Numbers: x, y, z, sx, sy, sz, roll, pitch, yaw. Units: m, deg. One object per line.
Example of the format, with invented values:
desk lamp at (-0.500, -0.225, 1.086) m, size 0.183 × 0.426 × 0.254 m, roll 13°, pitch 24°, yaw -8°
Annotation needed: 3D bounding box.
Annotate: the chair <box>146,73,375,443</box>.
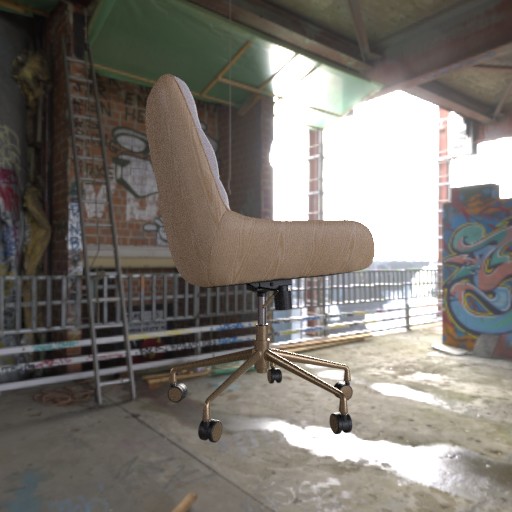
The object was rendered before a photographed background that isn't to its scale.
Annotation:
chair at (0.000, 0.000, 1.387) m, size 0.668 × 0.952 × 0.564 m, roll 0°, pitch -1°, yaw -18°
